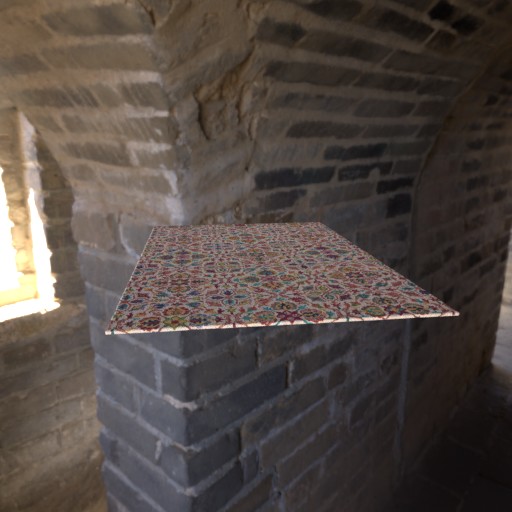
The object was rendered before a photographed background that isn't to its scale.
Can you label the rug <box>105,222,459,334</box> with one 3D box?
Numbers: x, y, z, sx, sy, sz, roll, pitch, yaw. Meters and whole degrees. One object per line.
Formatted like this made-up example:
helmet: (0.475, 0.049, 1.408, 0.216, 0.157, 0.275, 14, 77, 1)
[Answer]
rug: (0.000, 0.000, 2.989, 1.541, 0.018, 2.297, -2, 15, -7)
